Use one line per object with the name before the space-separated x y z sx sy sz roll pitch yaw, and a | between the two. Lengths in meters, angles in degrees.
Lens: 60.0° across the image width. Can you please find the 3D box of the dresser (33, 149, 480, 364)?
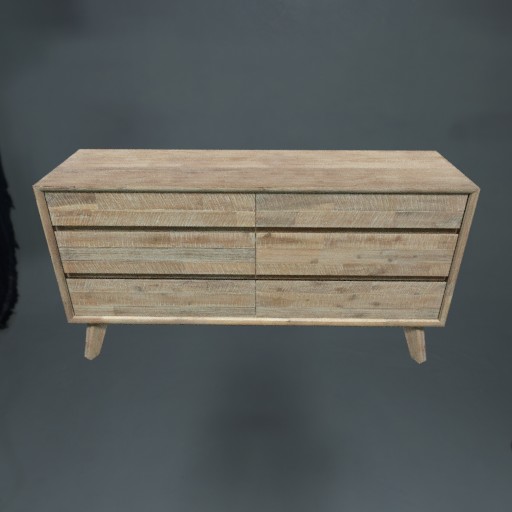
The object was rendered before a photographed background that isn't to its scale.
dresser | 0.000 0.000 1.932 1.554 0.805 0.455 0 30 1
